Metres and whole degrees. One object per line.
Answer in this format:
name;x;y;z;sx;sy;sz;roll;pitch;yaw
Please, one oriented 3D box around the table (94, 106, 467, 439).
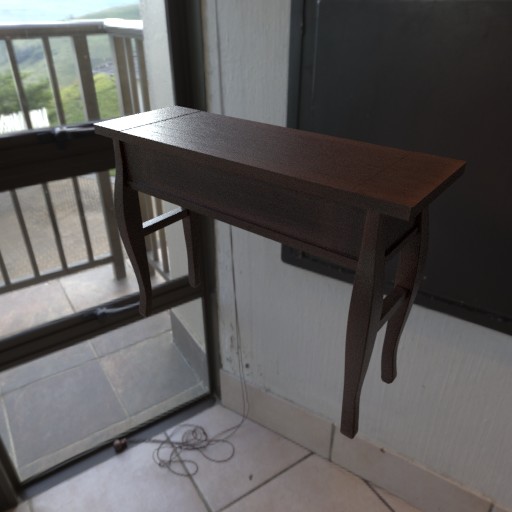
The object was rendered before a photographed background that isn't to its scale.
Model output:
table;0.000;0.000;1.464;1.062;0.768;0.373;22;37;32
